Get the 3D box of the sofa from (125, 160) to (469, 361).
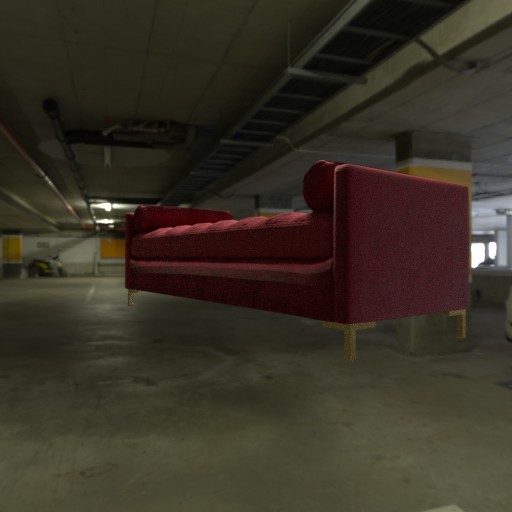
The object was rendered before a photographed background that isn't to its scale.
[{"bbox_3d":[0.000,0.000,2.514,0.796,0.705,2.102,0,0,-36],"label":"sofa"}]
